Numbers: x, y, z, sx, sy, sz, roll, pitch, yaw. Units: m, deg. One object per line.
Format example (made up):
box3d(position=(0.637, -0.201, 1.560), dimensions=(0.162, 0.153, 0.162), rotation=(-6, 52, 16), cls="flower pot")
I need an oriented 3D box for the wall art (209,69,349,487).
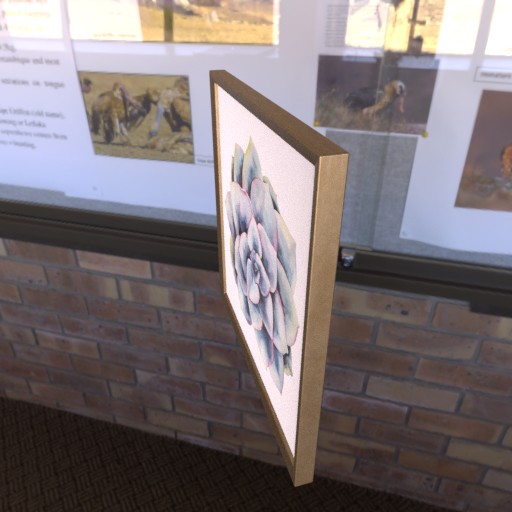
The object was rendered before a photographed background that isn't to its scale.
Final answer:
box3d(position=(0.000, 0.000, 0.737), dimensions=(0.030, 0.506, 0.503), rotation=(-9, 32, -14), cls="wall art")
